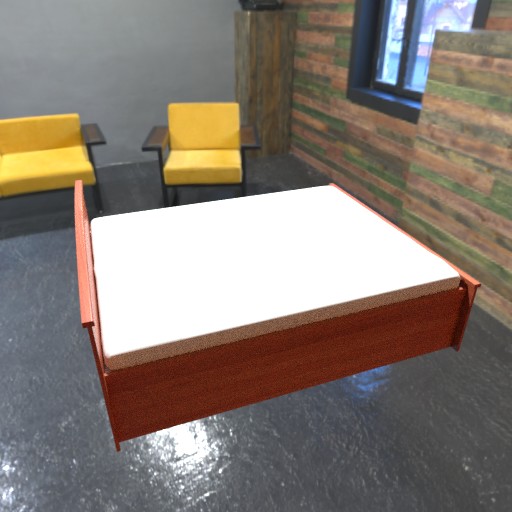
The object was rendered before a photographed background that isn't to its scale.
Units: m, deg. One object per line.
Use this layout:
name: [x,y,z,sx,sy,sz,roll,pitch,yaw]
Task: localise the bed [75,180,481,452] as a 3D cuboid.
bed: [0.000,0.000,2.878,2.053,0.848,1.683,-10,31,-17]
